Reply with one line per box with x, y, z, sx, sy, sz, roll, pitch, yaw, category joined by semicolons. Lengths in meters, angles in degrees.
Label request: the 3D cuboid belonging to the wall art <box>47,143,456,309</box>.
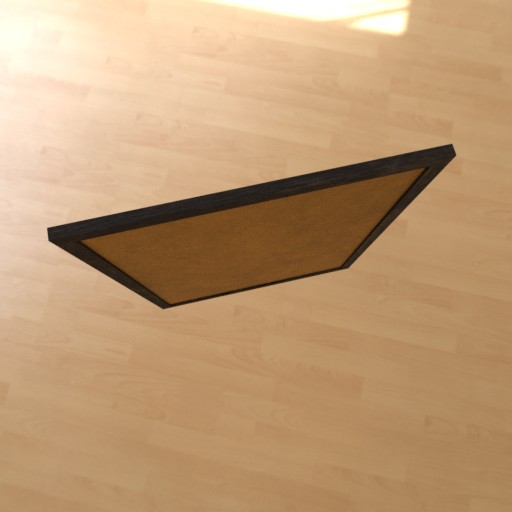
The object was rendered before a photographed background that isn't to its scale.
0.000;0.000;1.382;0.812;1.066;0.029;-12;77;-3;wall art
